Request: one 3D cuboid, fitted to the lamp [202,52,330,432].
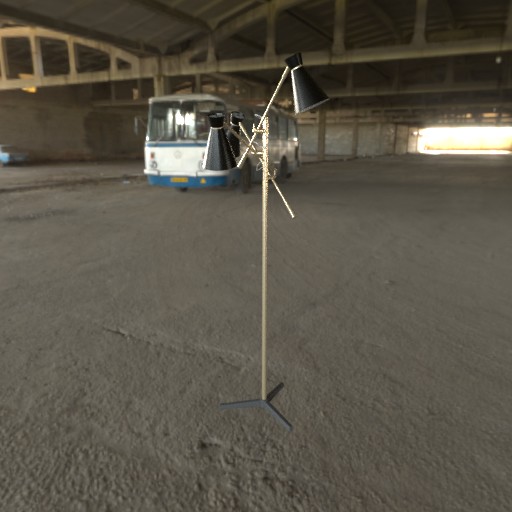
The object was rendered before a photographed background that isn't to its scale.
[{"bbox_3d":[0.000,0.000,2.218,0.750,1.804,0.653,7,16,26],"label":"lamp"}]
